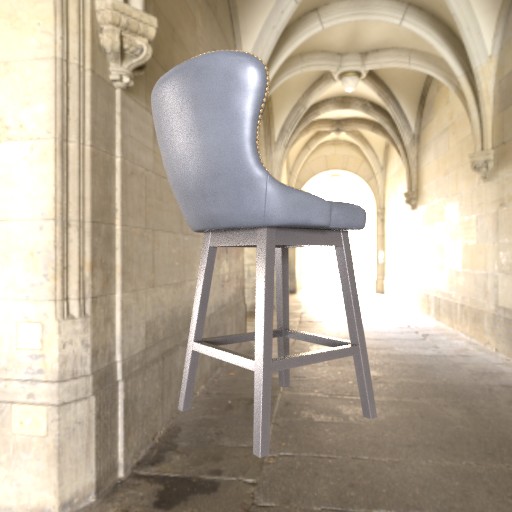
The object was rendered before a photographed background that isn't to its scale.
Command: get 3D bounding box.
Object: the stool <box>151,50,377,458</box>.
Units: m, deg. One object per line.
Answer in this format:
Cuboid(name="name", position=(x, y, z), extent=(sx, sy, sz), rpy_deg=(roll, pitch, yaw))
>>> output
Cuboid(name="stool", position=(0.000, 0.000, 1.324), extent=(0.593, 0.971, 0.528), rpy_deg=(0, 0, -37))
